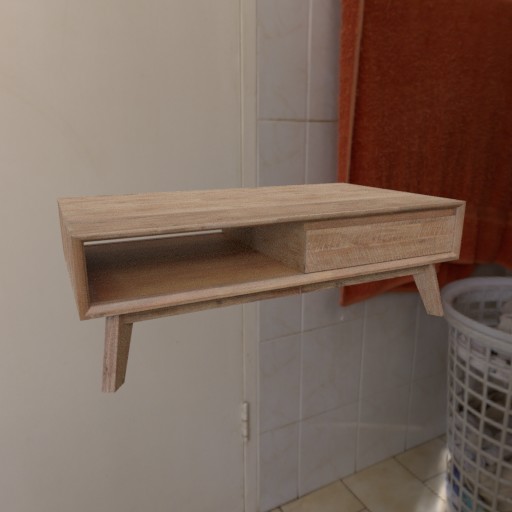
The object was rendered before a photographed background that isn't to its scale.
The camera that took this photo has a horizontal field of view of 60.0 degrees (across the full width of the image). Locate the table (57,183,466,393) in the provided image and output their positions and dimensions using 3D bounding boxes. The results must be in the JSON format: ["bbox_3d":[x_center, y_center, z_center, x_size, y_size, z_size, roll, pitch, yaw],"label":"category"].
[{"bbox_3d":[0.000,0.000,2.077,1.619,0.531,0.918,-7,17,-25],"label":"table"}]
